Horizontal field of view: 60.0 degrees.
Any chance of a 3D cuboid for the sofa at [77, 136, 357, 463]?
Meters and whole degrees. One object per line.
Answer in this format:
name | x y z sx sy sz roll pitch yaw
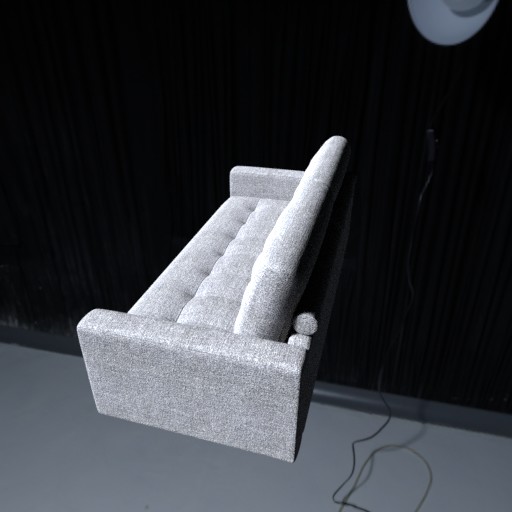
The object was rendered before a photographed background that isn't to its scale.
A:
sofa | 0.000 0.000 2.310 0.863 0.902 1.821 8 31 14
